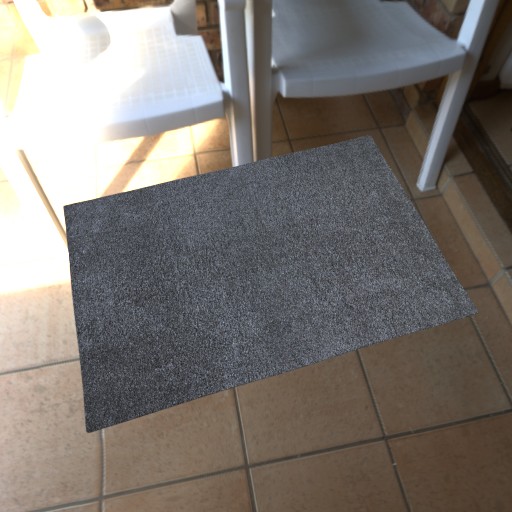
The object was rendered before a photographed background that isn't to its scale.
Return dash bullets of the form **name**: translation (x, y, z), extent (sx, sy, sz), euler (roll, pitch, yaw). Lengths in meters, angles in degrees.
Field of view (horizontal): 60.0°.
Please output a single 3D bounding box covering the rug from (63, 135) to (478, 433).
- **rug**: translation (0.000, 0.000, 3.334), extent (2.699, 0.026, 1.802), euler (-15, 60, -9)
